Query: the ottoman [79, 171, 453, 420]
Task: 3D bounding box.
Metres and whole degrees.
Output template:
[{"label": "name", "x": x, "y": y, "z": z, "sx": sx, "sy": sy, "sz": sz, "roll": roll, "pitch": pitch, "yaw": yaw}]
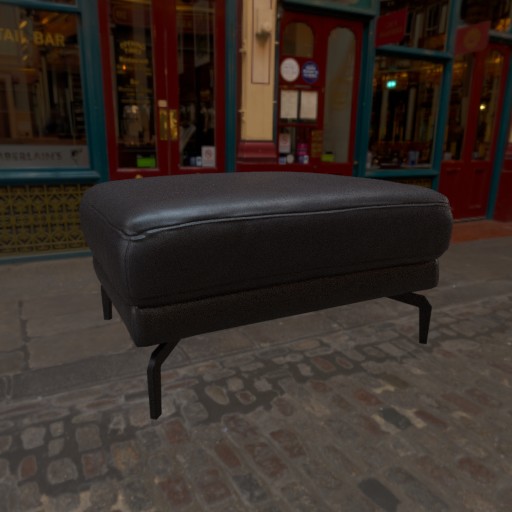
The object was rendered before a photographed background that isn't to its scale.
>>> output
[{"label": "ottoman", "x": 0.000, "y": 0.000, "z": 1.103, "sx": 0.764, "sy": 0.402, "sz": 0.570, "roll": -7, "pitch": 16, "yaw": -26}]
